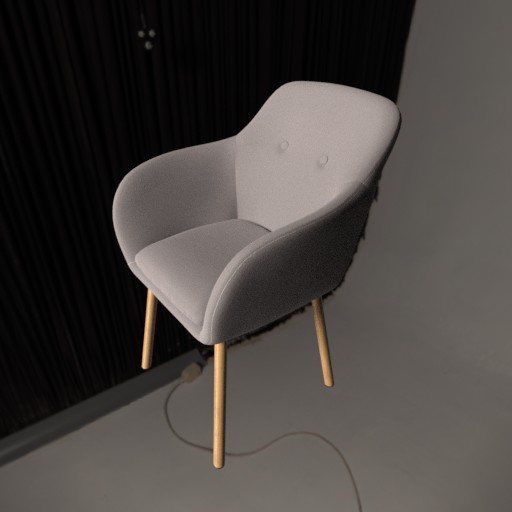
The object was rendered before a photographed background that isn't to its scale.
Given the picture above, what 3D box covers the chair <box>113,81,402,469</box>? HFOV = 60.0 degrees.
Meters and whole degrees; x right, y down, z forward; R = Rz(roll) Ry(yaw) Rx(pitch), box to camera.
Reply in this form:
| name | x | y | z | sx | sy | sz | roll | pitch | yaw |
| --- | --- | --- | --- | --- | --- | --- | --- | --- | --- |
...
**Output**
| name | x | y | z | sx | sy | sz | roll | pitch | yaw |
| --- | --- | --- | --- | --- | --- | --- | --- | --- | --- |
| chair | 0.000 | 0.000 | 1.214 | 0.590 | 0.830 | 0.570 | -21 | 36 | -31 |
